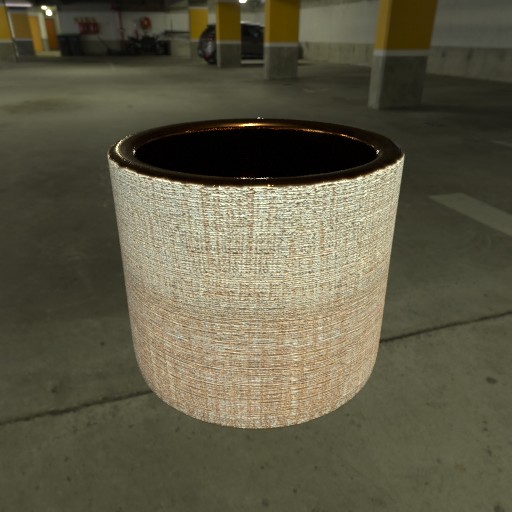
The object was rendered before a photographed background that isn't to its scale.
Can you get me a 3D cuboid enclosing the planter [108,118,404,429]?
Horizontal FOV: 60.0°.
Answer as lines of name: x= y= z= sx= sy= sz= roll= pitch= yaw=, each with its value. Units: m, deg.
planter: x=0.000 y=0.000 z=0.305 sx=0.177 sy=0.157 sz=0.177 roll=0 pitch=26 yaw=0
